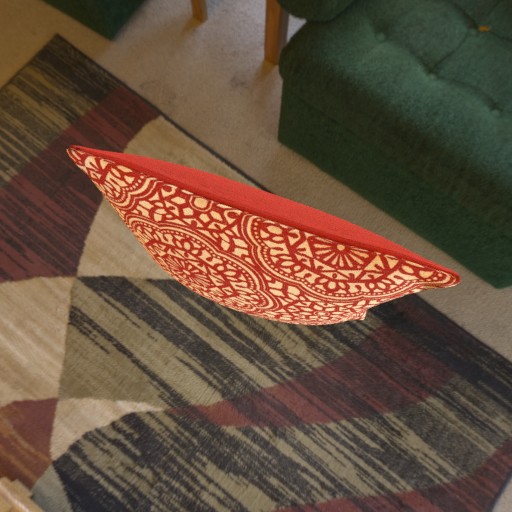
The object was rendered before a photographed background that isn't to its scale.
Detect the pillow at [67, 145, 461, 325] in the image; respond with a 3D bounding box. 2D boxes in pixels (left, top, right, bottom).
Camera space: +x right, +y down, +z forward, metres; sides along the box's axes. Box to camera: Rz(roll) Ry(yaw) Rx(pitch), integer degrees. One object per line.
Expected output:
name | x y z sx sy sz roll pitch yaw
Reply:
pillow | 0.000 0.000 0.663 0.438 0.419 0.162 19 77 4
